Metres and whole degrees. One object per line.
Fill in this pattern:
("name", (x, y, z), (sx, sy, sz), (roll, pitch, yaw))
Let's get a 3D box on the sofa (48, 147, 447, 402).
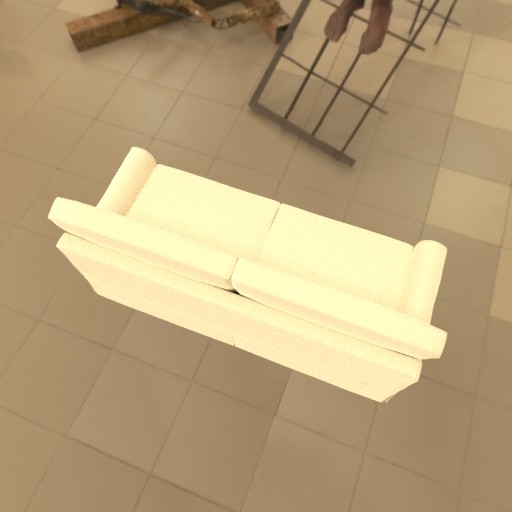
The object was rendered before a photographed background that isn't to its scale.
("sofa", (0.000, 0.000, 2.534), (2.021, 0.937, 0.862), (19, 65, 9))
